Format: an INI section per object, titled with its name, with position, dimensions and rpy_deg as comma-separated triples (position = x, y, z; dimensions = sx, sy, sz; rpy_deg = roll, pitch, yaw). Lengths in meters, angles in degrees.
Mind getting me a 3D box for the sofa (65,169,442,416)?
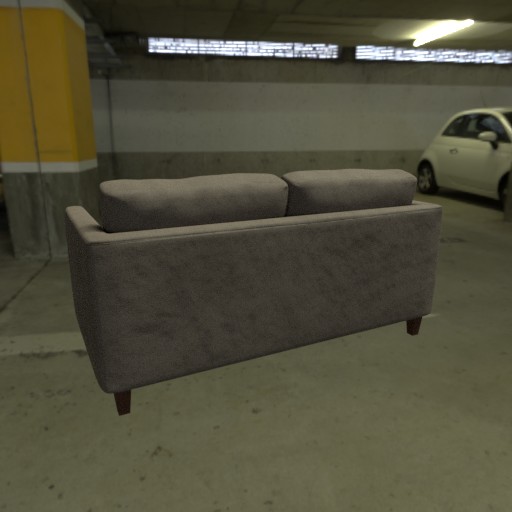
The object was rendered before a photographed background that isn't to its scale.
[sofa]
position = 0.000, 0.000, 2.483
dimensions = 1.884, 0.963, 0.950
rpy_deg = -8, 17, -26
